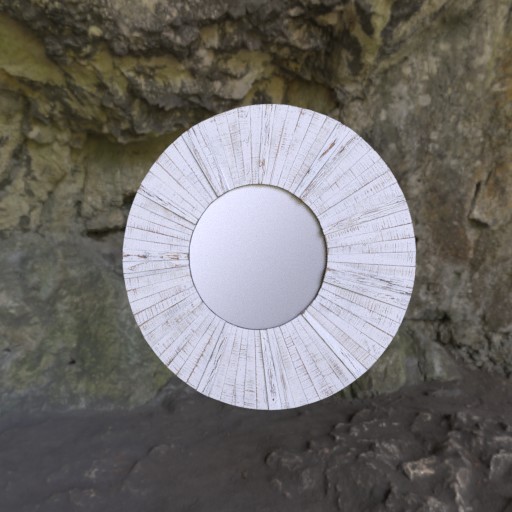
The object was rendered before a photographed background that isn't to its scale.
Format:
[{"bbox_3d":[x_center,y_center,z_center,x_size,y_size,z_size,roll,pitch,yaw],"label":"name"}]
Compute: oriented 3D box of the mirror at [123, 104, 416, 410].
[{"bbox_3d":[0.000,0.000,1.349,0.914,0.914,0.038,0,-1,17],"label":"mirror"}]
